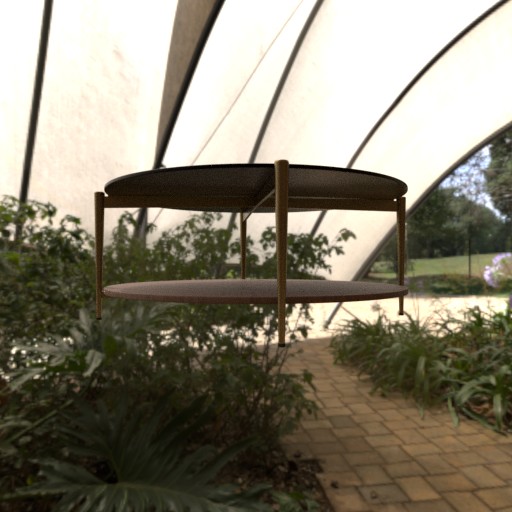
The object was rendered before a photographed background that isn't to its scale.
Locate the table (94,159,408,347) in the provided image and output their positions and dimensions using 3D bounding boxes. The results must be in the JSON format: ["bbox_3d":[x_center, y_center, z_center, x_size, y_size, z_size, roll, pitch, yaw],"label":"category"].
[{"bbox_3d":[0.000,0.000,1.445,0.938,0.400,0.938,0,-1,-36],"label":"table"}]
